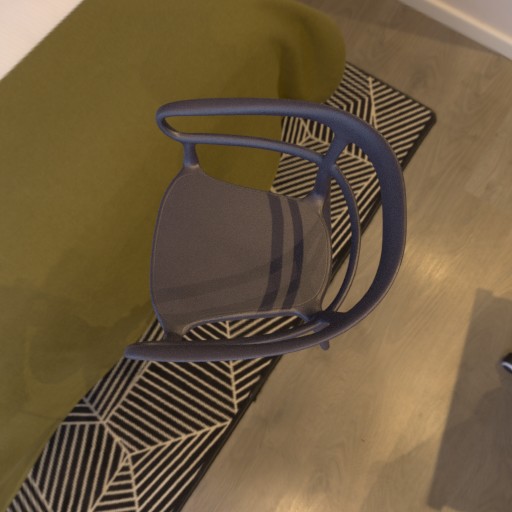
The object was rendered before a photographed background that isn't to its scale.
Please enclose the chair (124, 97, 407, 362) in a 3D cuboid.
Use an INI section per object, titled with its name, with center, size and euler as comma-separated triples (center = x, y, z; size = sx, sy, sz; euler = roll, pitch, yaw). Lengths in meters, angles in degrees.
[chair]
center = 0.000, 0.000, 1.142
size = 0.527, 0.761, 0.559
euler = 3, 76, 1
